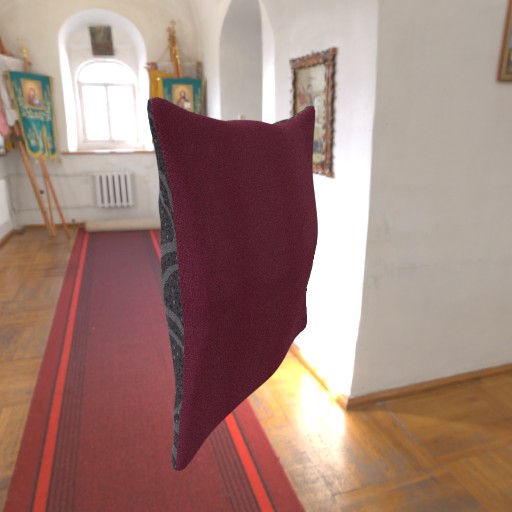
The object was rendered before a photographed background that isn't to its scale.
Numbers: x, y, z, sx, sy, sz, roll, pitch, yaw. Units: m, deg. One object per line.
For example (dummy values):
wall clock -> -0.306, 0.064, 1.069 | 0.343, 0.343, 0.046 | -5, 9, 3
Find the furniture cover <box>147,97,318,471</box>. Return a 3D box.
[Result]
furniture cover -> 0.000, 0.000, 0.781 | 0.163, 0.513, 0.514 | 9, 20, 25
